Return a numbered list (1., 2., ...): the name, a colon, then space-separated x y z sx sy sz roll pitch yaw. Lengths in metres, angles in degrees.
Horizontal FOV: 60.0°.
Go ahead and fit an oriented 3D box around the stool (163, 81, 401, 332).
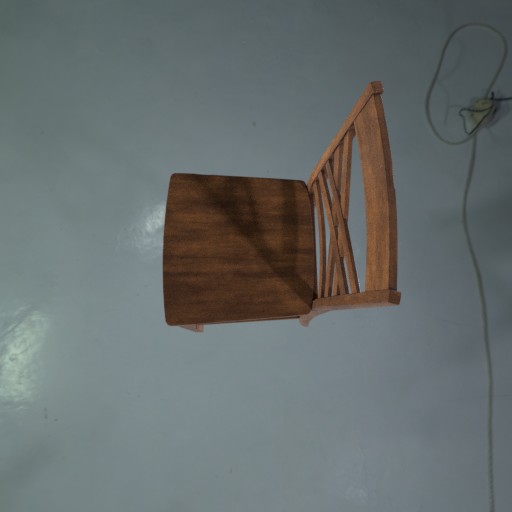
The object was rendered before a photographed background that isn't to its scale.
1. stool: 0.000 0.000 1.323 0.504 1.098 0.426 -1 77 0
